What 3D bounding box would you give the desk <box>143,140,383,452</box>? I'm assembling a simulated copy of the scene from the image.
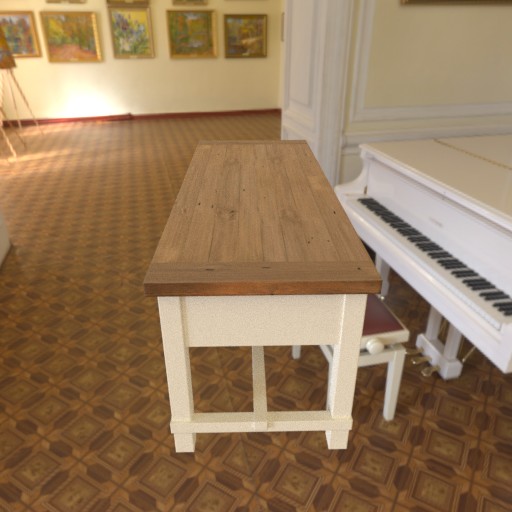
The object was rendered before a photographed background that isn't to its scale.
[{"bbox_3d":[0.000,0.000,2.246,0.688,0.762,1.803,-1,27,-1],"label":"desk"}]
